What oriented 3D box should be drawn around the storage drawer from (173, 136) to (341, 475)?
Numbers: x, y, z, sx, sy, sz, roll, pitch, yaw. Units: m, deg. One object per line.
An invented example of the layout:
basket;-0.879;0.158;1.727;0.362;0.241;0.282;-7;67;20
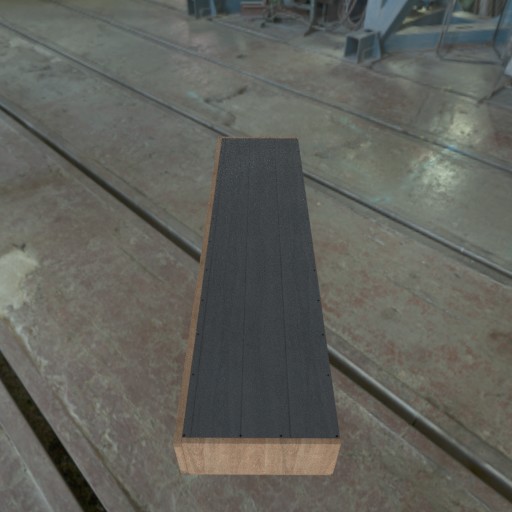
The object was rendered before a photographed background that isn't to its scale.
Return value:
storage drawer;0.000;0.000;2.210;0.538;0.264;2.032;0;42;0
